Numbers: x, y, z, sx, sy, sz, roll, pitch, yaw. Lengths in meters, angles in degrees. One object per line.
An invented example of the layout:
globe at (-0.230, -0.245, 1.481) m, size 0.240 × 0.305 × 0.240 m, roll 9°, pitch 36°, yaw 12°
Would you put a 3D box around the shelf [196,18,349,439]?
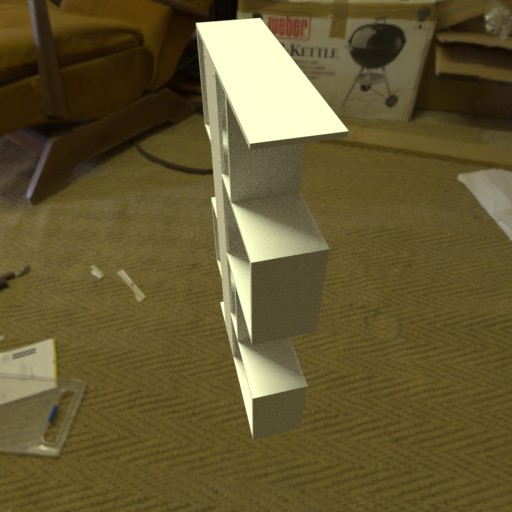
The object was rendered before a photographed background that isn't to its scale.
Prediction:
shelf at (0.000, 0.000, 1.949) m, size 0.250 × 1.650 × 0.890 m, roll -10°, pitch 45°, yaw -10°
